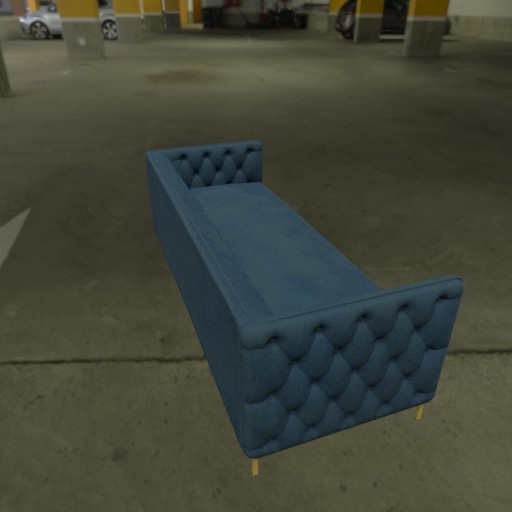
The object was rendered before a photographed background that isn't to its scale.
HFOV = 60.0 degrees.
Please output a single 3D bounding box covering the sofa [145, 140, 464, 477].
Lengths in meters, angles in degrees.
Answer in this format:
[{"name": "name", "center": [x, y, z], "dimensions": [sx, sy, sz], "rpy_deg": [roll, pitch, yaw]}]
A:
[{"name": "sofa", "center": [0.000, 0.000, 2.574], "dimensions": [0.895, 0.771, 2.209], "rpy_deg": [-10, 31, -18]}]
